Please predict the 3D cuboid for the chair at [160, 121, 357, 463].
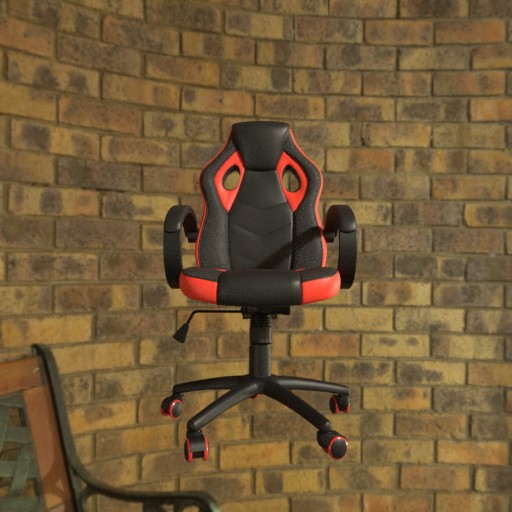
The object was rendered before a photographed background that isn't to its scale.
[{"bbox_3d":[0.000,0.000,1.382,0.600,1.016,0.642,0,-1,1],"label":"chair"}]
